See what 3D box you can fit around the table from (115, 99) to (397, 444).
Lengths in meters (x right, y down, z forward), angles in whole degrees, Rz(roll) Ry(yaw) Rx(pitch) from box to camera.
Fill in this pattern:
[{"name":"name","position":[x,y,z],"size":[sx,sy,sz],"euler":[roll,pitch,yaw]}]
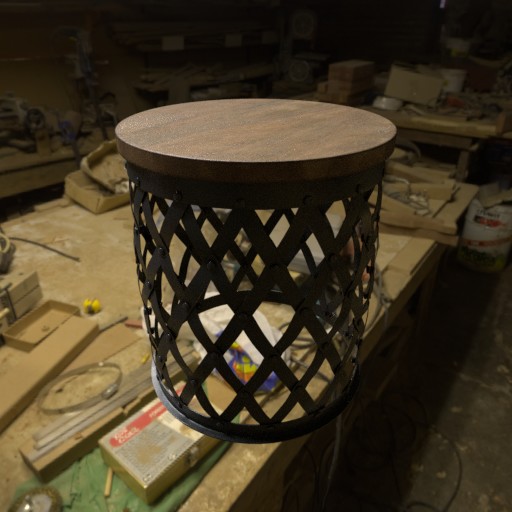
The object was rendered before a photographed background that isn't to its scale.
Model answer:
[{"name":"table","position":[0.000,0.000,0.767],"size":[0.405,0.454,0.405],"euler":[0,29,0]}]
